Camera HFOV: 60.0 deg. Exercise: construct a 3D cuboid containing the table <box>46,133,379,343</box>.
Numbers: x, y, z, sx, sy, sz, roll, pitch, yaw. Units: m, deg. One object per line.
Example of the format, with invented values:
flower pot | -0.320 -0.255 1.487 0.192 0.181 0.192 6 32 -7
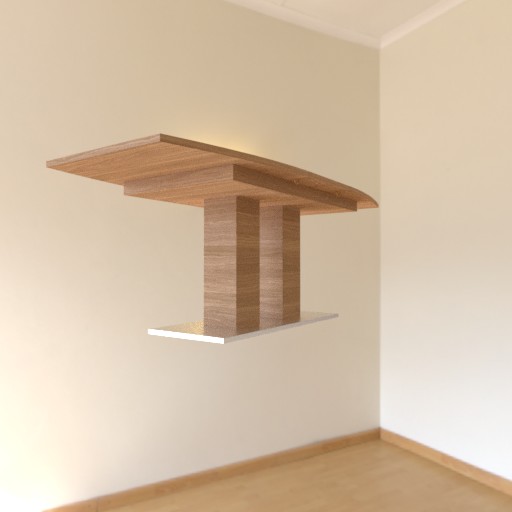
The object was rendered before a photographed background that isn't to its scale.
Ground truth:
table | 0.000 0.000 2.439 0.900 0.750 2.032 -1 -1 35
